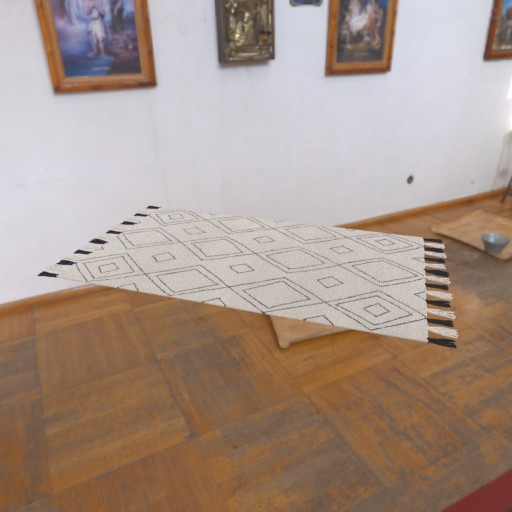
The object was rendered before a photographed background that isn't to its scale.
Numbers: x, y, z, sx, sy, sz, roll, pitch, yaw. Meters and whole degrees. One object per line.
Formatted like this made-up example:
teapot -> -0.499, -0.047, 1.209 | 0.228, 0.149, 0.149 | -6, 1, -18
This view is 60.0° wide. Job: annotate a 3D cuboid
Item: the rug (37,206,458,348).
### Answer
rug -> 0.000, 0.000, 3.360 | 2.755, 0.021, 1.524 | 8, 27, 16
